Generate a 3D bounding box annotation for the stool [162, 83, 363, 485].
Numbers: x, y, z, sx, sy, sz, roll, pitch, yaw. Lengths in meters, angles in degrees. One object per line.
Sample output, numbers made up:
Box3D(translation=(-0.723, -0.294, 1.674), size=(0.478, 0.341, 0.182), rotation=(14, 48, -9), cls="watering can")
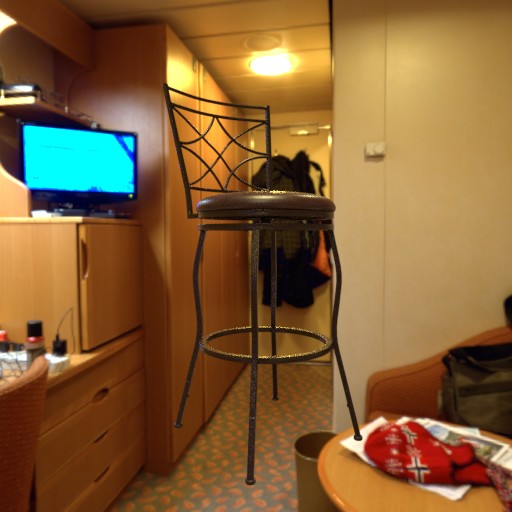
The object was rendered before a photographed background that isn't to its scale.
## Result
Box3D(translation=(0.000, 0.000, 1.418), size=(0.434, 1.117, 0.534), rotation=(-2, 3, -36), cls="stool")
